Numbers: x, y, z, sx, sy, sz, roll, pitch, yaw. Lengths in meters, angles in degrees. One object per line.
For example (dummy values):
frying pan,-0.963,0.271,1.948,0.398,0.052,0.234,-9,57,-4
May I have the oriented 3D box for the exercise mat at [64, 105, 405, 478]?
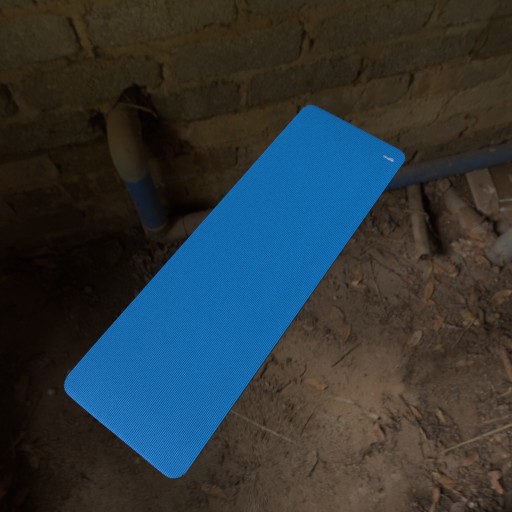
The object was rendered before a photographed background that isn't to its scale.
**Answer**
exercise mat,0.000,0.000,2.034,0.616,0.021,1.869,33,68,15
